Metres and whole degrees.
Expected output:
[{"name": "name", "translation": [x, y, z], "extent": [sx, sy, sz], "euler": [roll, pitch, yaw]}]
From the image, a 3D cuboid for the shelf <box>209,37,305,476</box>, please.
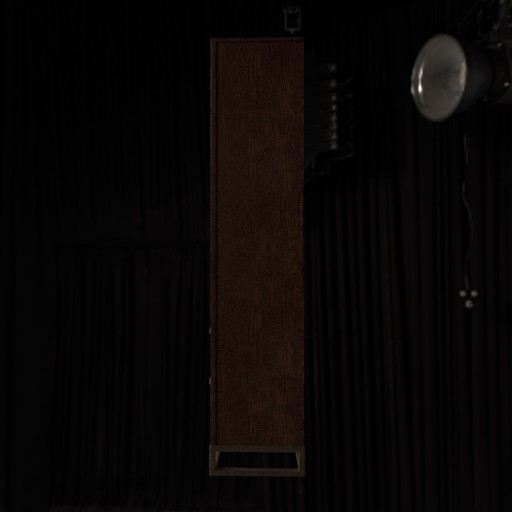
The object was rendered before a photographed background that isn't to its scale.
[{"name": "shelf", "translation": [0.000, 0.000, 2.018], "extent": [0.395, 1.732, 0.539], "euler": [0, -1, 1]}]
